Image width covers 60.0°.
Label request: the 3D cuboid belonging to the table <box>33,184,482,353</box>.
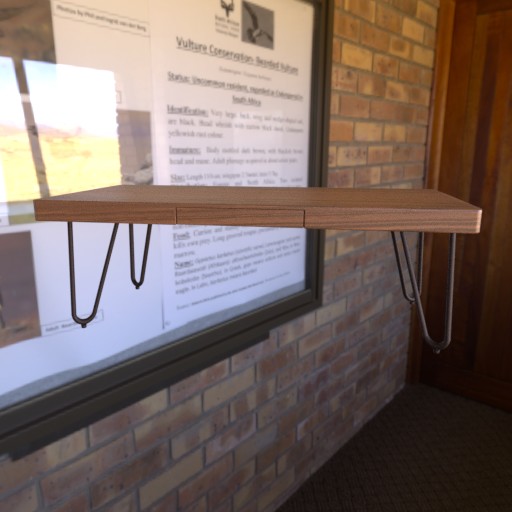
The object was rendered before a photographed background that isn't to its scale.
[{"bbox_3d":[0.000,0.000,1.678,1.375,0.468,0.637,2,14,9],"label":"table"}]
